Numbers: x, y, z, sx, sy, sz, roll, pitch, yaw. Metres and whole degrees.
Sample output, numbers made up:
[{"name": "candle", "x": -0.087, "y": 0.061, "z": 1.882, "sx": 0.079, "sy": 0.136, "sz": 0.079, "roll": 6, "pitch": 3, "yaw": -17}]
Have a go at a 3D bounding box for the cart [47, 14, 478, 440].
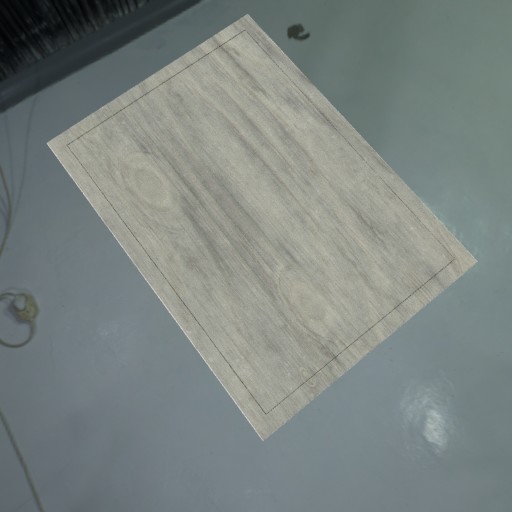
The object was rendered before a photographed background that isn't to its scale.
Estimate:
[{"name": "cart", "x": 0.000, "y": 0.000, "z": 1.400, "sx": 0.567, "sy": 0.920, "sz": 0.797, "roll": -37, "pitch": 78, "yaw": -9}]
